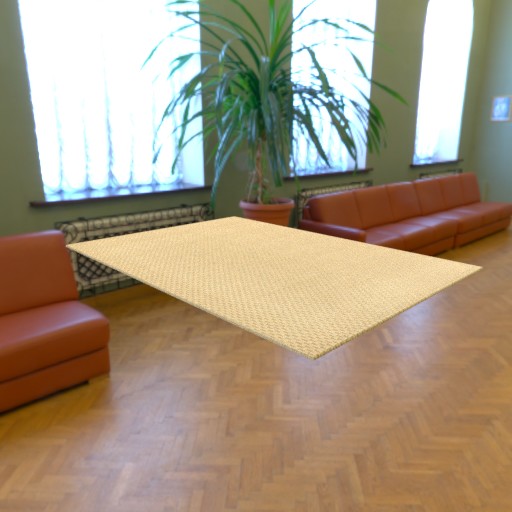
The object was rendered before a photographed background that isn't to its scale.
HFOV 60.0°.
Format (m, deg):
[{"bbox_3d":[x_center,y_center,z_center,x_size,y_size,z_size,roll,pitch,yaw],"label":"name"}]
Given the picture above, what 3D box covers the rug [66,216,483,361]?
[{"bbox_3d":[0.000,0.000,2.756,1.509,0.013,2.144,-15,21,-42],"label":"rug"}]
